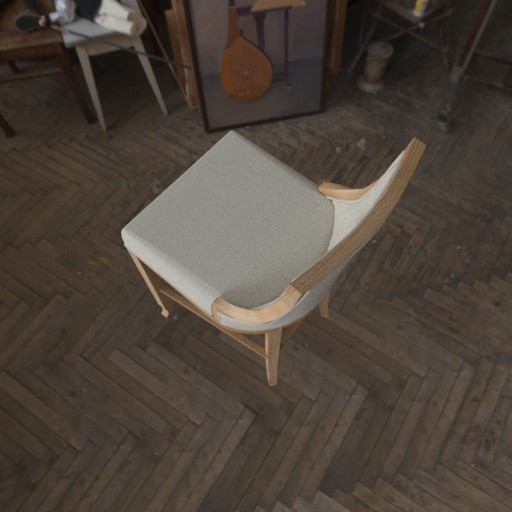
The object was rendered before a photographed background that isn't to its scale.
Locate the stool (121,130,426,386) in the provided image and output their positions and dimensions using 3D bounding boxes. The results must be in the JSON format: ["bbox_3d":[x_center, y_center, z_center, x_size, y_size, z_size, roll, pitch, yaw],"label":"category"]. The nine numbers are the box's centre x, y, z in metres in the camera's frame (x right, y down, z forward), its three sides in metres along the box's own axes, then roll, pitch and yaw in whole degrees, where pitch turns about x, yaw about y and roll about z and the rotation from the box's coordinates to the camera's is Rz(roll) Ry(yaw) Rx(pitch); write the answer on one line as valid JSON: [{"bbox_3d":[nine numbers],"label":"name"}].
[{"bbox_3d":[0.000,0.000,1.421,0.626,1.101,0.524,36,69,16],"label":"stool"}]
